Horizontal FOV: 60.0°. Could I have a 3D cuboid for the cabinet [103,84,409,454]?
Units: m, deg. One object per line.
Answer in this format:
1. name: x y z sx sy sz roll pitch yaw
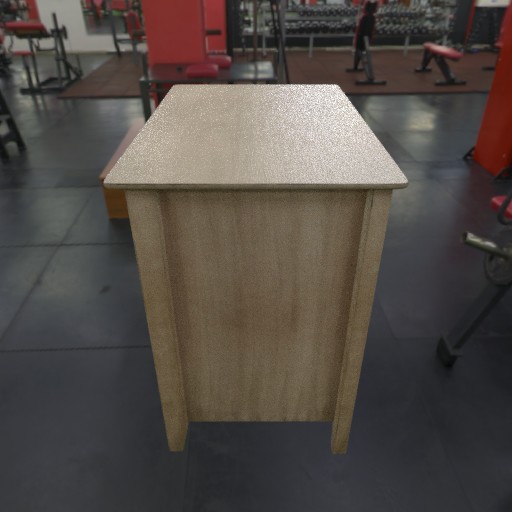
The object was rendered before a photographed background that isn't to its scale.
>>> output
1. cabinet: 0.000 0.000 1.242 0.503 0.762 0.763 0 32 0
